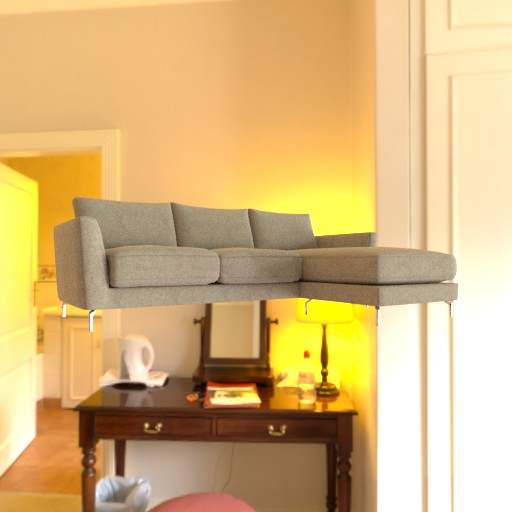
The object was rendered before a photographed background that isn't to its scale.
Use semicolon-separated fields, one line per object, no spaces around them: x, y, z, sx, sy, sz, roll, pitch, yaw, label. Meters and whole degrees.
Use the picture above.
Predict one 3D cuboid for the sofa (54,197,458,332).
0.000;0.000;3.140;2.438;0.864;1.626;0;-1;-34;sofa
